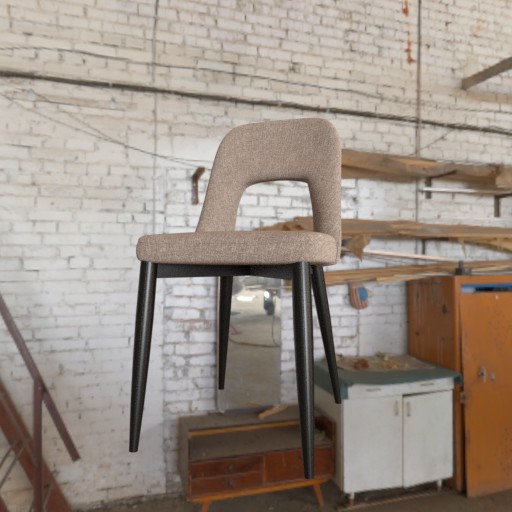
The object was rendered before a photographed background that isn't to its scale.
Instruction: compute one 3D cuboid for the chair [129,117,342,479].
[{"bbox_3d":[0.000,0.000,1.256,0.470,0.931,0.612,0,0,18],"label":"chair"}]
